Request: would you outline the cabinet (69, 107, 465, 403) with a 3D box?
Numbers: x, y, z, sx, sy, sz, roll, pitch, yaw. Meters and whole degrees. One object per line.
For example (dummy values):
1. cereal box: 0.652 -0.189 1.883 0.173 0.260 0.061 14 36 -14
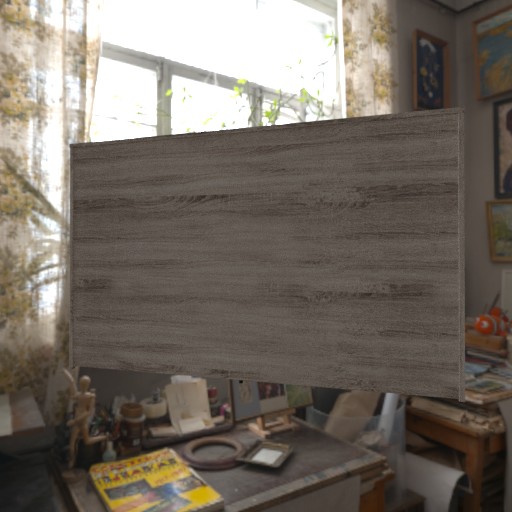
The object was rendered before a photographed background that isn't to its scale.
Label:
1. cabinet: 0.000 0.000 1.740 1.450 0.900 0.380 0 0 17
